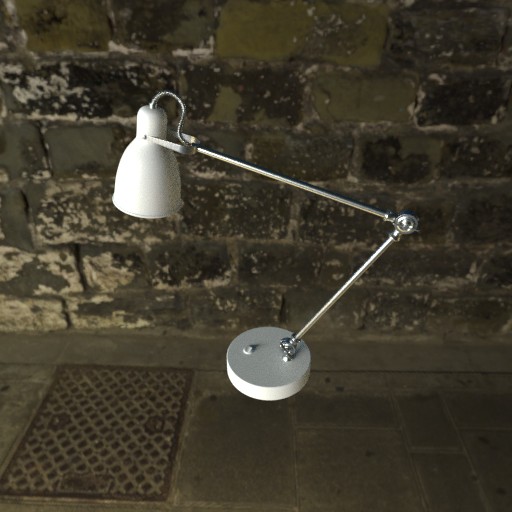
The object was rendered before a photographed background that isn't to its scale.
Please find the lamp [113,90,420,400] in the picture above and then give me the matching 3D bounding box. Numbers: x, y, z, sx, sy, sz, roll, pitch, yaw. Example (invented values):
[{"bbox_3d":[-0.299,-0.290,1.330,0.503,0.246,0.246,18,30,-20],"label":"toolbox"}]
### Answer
[{"bbox_3d":[0.000,0.000,0.853,0.561,0.587,0.187,9,33,13],"label":"lamp"}]
